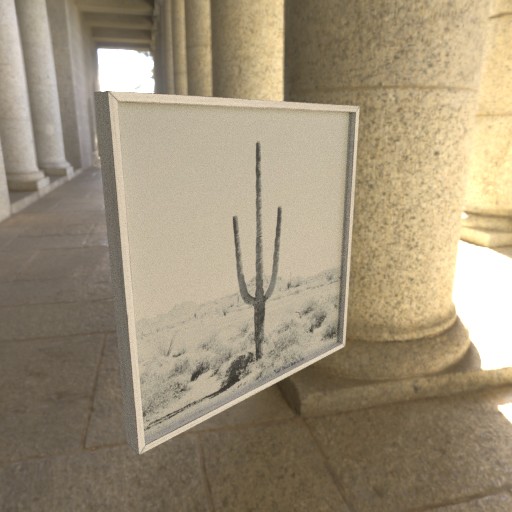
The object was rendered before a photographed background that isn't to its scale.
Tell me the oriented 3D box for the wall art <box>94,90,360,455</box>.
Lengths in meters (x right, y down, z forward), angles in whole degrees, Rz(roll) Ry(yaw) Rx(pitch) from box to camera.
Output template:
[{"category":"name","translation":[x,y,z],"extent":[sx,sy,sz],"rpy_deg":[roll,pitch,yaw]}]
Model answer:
[{"category":"wall art","translation":[0.000,0.000,0.767],"extent":[0.508,0.508,0.038],"rpy_deg":[-14,21,-41]}]
